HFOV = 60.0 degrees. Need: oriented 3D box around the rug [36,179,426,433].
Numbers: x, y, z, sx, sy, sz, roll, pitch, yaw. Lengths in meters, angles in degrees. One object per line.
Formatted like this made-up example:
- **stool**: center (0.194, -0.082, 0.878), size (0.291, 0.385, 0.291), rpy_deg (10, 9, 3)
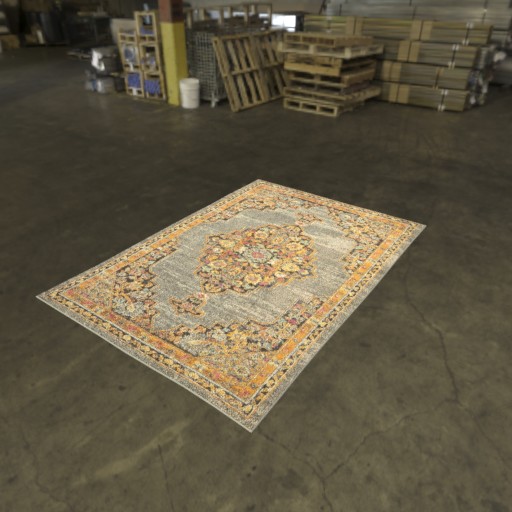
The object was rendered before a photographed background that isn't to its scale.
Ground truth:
- **rug**: center (0.000, 0.000, 4.072), size (2.158, 0.024, 3.063), rpy_deg (21, 37, 30)
